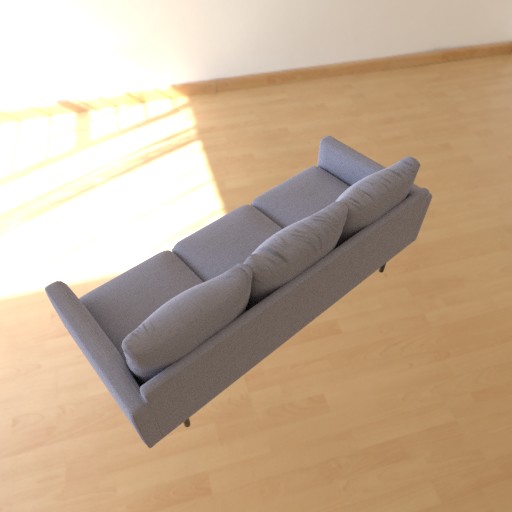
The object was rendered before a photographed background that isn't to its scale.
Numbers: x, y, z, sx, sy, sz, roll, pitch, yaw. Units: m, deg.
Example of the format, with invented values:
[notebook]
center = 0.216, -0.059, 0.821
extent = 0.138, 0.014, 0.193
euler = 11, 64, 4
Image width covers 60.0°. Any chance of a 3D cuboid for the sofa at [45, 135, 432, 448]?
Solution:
[sofa]
center = 0.000, 0.000, 2.461
extent = 2.000, 0.830, 0.850
euler = -33, 56, -26
